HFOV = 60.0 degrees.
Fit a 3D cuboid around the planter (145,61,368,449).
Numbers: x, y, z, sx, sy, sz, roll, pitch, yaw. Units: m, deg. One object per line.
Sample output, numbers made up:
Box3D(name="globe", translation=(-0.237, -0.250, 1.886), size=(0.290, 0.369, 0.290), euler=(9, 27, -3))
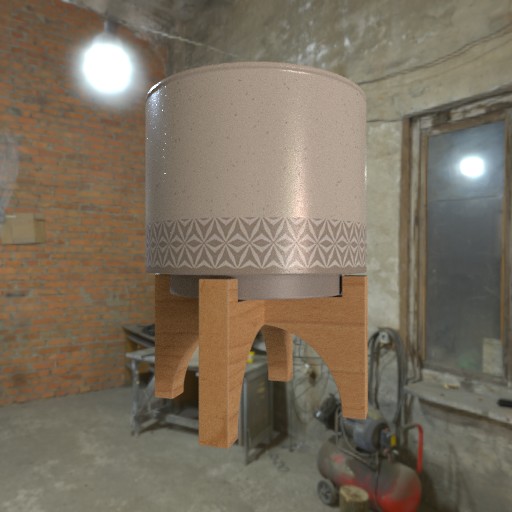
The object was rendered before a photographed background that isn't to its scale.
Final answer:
Box3D(name="planter", translation=(0.000, 0.000, 0.267), size=(0.130, 0.178, 0.130), euler=(0, 0, 0))
